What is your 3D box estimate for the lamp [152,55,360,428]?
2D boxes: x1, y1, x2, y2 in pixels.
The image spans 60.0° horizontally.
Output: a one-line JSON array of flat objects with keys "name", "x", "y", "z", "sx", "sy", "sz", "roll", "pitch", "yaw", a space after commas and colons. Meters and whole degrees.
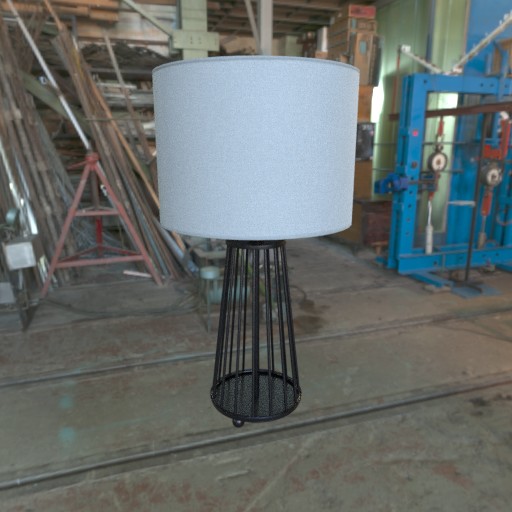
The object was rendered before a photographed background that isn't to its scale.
[{"name": "lamp", "x": 0.000, "y": 0.000, "z": 0.776, "sx": 0.322, "sy": 0.593, "sz": 0.322, "roll": 7, "pitch": 16, "yaw": 25}]
